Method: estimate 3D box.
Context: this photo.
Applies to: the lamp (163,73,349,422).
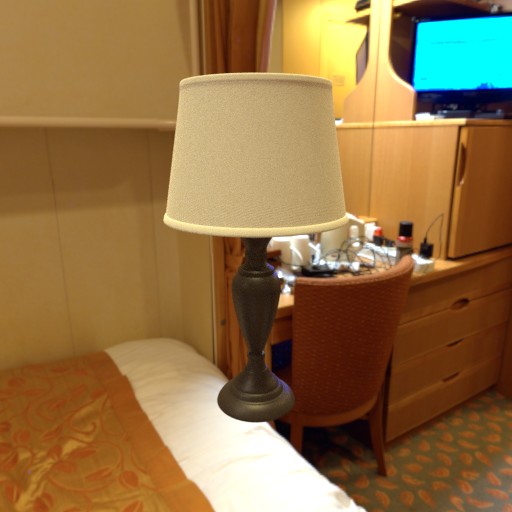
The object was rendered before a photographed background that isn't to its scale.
[{"bbox_3d":[0.000,0.000,0.837,0.335,0.611,0.335,0,15,0],"label":"lamp"}]
